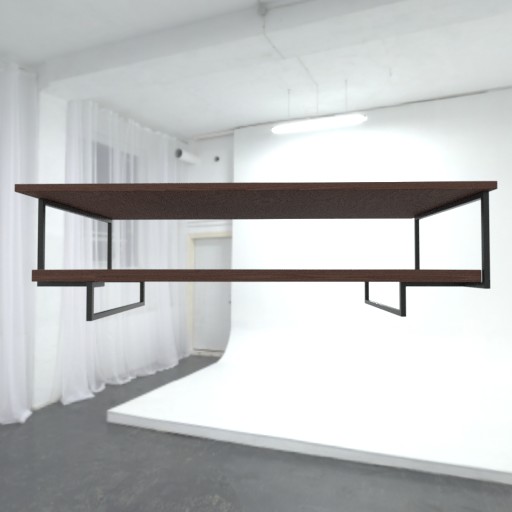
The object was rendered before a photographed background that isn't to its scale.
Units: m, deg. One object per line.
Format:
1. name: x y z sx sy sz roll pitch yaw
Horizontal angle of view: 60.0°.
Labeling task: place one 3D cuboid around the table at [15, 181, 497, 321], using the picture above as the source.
1. table: 0.000 0.000 1.417 1.197 0.347 0.651 0 -2 2
